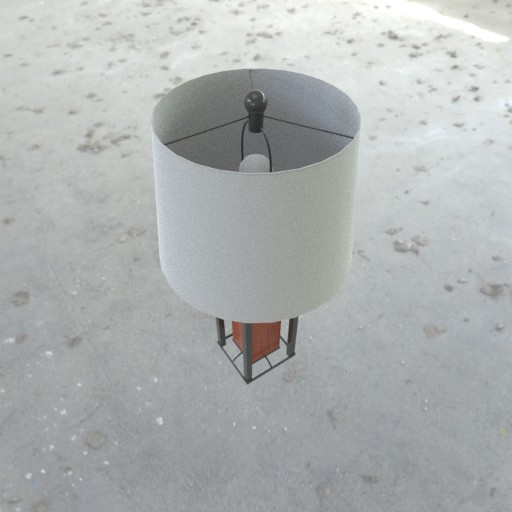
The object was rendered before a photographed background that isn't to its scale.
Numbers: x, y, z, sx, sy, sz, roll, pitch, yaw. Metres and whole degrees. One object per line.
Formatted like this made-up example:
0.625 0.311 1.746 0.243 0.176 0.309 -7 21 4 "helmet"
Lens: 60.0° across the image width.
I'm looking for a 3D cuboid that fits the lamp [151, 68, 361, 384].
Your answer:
0.000 0.000 0.762 0.320 0.591 0.320 0 46 0 "lamp"
